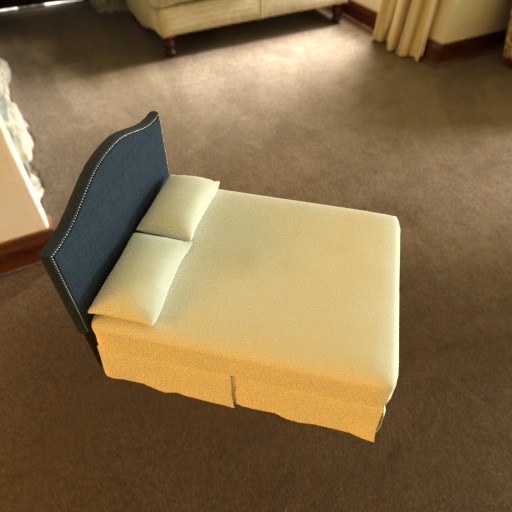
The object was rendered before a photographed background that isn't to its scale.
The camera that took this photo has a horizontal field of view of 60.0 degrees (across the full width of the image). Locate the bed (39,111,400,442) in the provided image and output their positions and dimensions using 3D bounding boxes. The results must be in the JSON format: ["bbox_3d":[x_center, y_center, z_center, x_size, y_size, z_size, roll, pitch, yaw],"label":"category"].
[{"bbox_3d":[0.000,0.000,3.235,2.153,1.518,1.713,10,48,9],"label":"bed"}]
